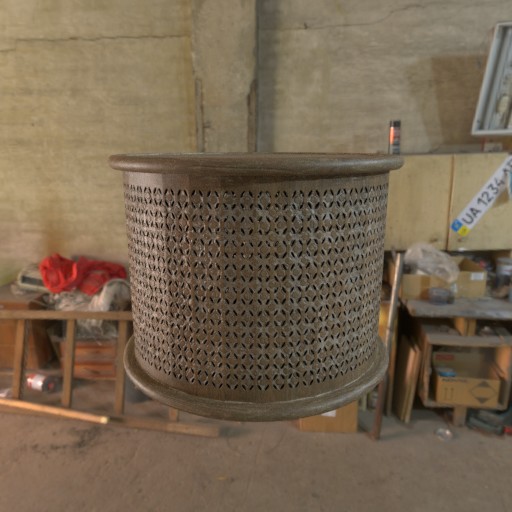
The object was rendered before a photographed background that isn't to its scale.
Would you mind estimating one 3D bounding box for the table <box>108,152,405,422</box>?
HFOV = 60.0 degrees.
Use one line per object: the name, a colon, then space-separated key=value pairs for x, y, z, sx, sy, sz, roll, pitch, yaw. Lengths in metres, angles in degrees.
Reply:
table: x=0.000 y=0.000 z=1.004 sx=0.607 sy=0.450 sz=0.607 roll=0 pitch=14 yaw=0
